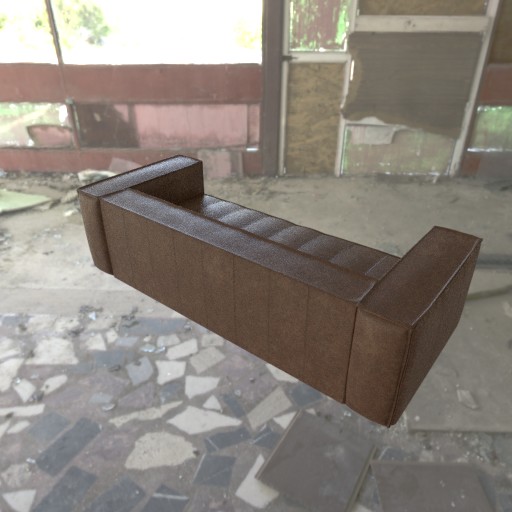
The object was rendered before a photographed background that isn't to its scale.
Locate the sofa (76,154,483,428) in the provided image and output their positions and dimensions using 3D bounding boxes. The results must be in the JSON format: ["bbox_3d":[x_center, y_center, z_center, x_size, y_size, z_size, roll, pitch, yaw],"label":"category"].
[{"bbox_3d":[0.000,0.000,3.057,2.581,0.701,1.102,22,37,32],"label":"sofa"}]
